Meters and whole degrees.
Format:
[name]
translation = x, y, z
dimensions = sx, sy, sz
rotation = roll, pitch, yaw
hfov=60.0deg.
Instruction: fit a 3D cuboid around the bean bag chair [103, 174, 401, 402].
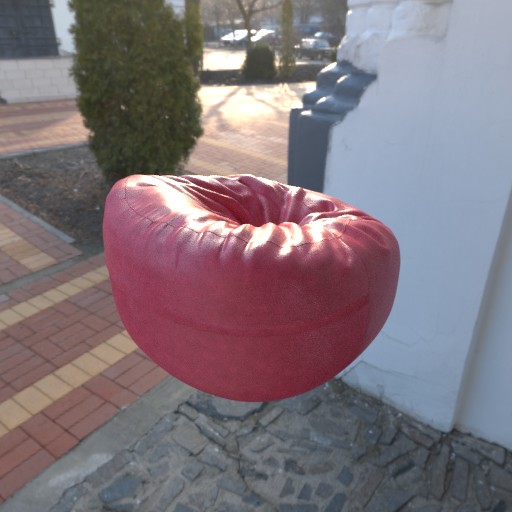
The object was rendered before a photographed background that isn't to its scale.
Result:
[bean bag chair]
translation = 0.000, 0.000, 2.421
dimensions = 1.524, 0.878, 1.524
rotation = -18, 32, -32
